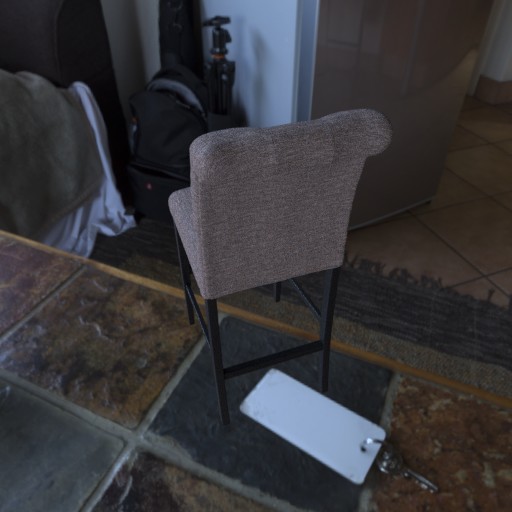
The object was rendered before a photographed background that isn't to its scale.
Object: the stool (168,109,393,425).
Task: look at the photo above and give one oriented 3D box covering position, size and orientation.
[{"bbox_3d":[0.000,0.000,1.466,0.452,1.131,0.613,-13,43,-15],"label":"stool"}]
